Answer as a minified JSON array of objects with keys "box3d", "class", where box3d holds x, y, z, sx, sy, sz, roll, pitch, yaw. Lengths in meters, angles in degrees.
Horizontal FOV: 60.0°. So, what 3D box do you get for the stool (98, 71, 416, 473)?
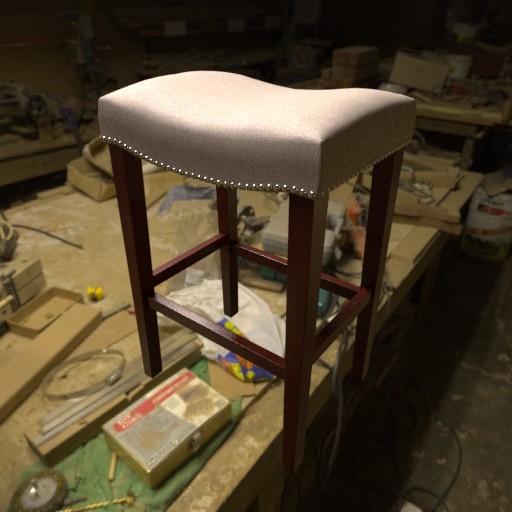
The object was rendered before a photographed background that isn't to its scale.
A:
[{"box3d":[0.000,0.000,1.011,0.504,0.742,0.372,21,36,31],"class":"stool"}]
